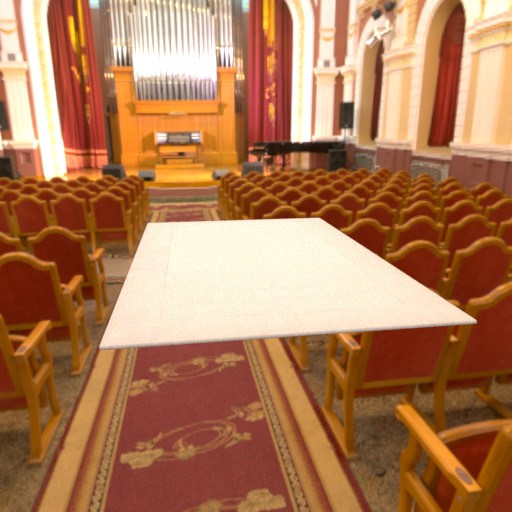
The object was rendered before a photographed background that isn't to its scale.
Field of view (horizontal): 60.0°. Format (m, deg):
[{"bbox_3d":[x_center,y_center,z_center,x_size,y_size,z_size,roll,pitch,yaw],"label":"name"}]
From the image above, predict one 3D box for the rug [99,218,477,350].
[{"bbox_3d":[0.000,0.000,2.259,1.219,0.013,1.829,-2,16,-8],"label":"rug"}]
